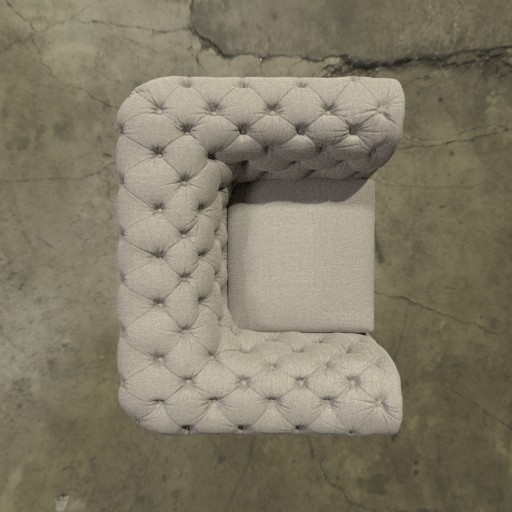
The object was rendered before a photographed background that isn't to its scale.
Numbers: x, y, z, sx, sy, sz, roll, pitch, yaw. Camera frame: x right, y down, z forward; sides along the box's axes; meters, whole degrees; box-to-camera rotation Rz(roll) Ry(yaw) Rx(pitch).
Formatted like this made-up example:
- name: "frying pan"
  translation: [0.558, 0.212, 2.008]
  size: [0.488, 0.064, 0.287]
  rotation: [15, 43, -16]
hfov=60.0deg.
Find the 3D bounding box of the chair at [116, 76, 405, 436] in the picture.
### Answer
- name: "chair"
  translation: [0.000, 0.000, 1.823]
  size: [0.976, 0.770, 1.270]
  rotation: [0, 91, -1]
